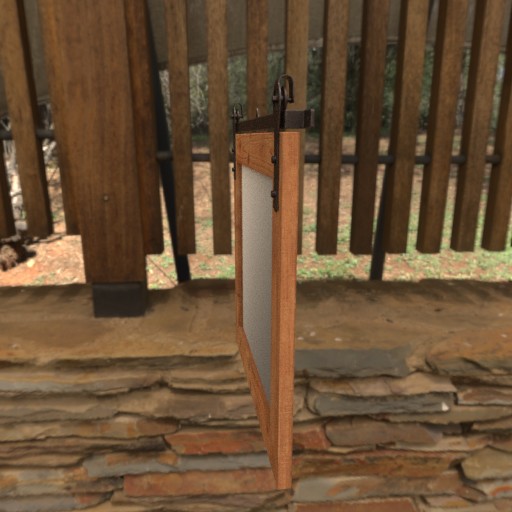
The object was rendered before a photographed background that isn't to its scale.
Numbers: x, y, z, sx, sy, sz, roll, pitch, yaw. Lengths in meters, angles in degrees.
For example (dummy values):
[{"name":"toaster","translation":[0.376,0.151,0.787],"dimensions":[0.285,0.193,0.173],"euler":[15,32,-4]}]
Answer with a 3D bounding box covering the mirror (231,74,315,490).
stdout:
[{"name":"mirror","translation":[0.000,0.000,1.160],"dimensions":[0.054,0.800,0.805],"euler":[-2,15,-9]}]
